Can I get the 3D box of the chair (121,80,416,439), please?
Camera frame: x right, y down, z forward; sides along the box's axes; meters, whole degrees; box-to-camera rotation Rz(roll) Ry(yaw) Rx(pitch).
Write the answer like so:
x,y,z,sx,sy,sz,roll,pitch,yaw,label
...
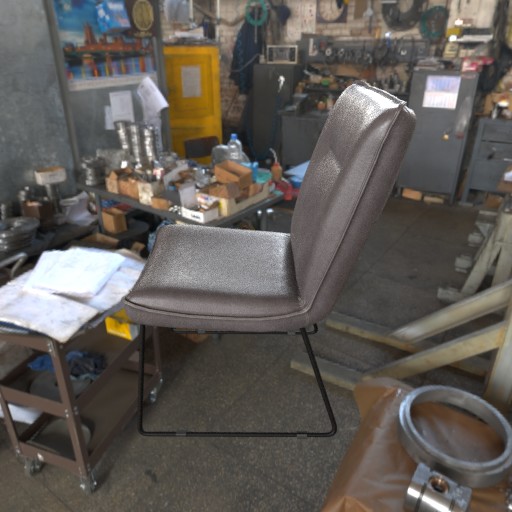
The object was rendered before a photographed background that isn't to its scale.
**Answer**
x,y,z,sx,sy,sz,roll,pitch,yaw,label
0.000,0.000,1.309,0.688,0.932,0.515,0,26,1,chair
